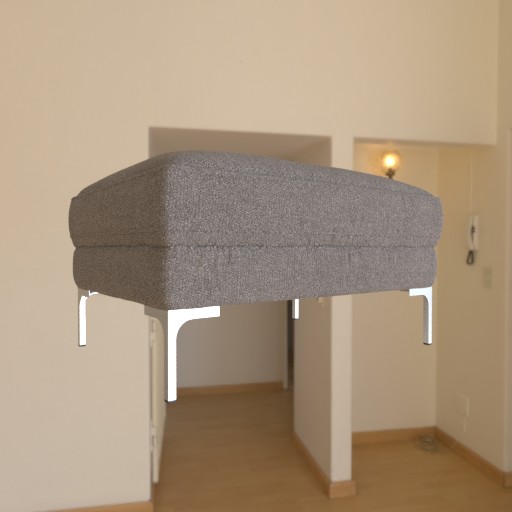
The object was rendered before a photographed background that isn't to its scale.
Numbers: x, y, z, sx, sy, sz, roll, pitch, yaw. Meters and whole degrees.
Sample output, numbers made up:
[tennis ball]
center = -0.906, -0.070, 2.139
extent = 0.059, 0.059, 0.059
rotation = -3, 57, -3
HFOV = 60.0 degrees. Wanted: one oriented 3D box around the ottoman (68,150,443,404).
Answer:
[ottoman]
center = 0.000, 0.000, 1.149
extent = 0.785, 0.464, 0.583
rotation = -1, 1, -36
